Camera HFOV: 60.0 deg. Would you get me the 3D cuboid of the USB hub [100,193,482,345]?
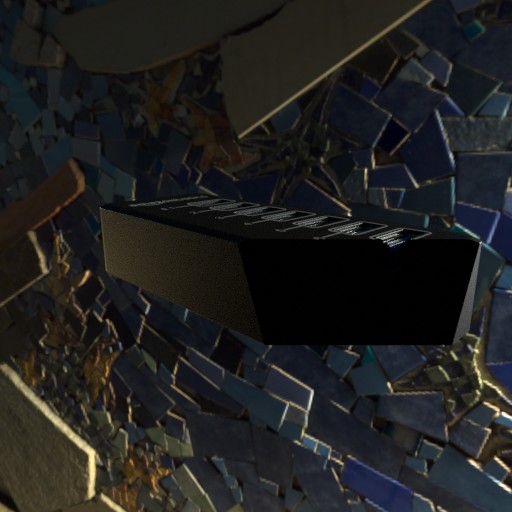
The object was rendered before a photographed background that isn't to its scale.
[{"bbox_3d":[0.000,0.000,0.129,0.044,0.023,0.110,-15,21,-42],"label":"USB hub"}]
